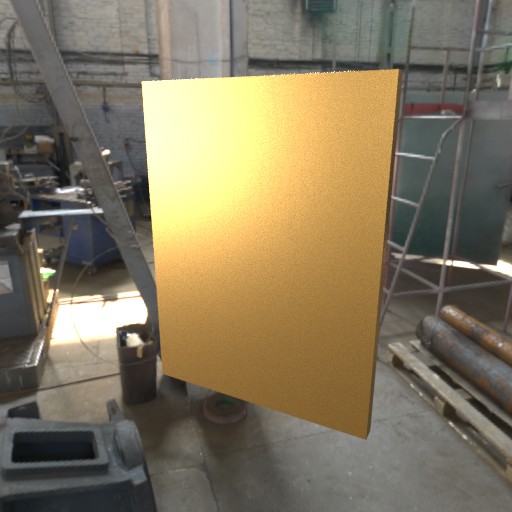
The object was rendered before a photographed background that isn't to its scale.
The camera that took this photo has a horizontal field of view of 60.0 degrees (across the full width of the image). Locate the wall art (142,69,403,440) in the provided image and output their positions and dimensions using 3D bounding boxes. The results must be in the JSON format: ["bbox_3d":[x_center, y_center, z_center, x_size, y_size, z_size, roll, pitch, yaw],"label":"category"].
[{"bbox_3d":[0.000,0.000,1.079,0.610,0.812,0.038,9,19,27],"label":"wall art"}]
